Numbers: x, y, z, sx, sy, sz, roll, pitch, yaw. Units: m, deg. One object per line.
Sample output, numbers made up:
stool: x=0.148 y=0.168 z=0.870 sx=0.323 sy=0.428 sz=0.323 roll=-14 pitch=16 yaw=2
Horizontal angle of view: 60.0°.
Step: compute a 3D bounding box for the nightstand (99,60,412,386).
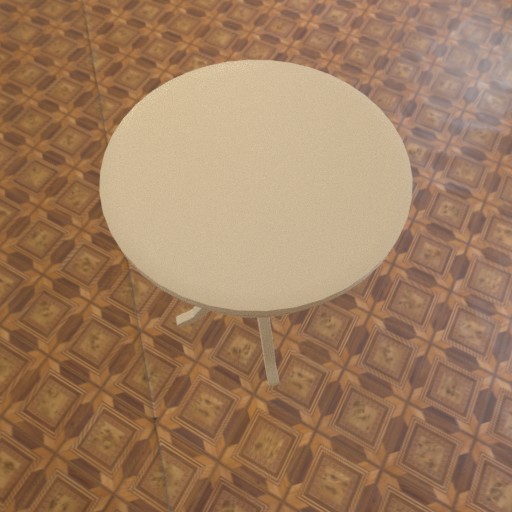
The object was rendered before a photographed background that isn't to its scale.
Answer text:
nightstand: x=0.000 y=0.000 z=1.023 sx=0.513 sy=0.653 sz=0.513 roll=-3 pitch=63 yaw=-1
